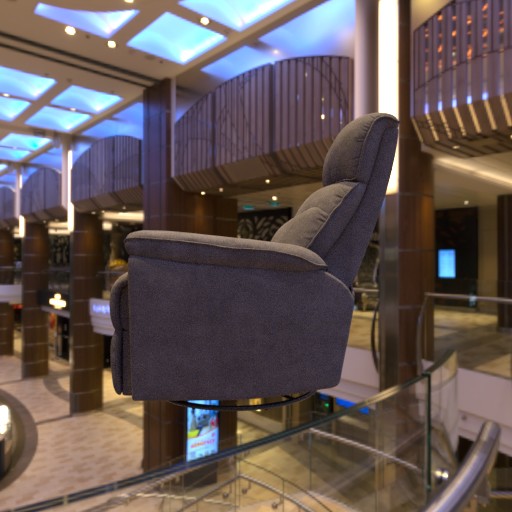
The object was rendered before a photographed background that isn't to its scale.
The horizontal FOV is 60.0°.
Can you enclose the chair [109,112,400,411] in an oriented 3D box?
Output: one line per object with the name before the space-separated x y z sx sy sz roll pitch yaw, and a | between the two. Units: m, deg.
chair | 0.000 0.000 1.784 1.009 1.036 0.830 0 0 2
